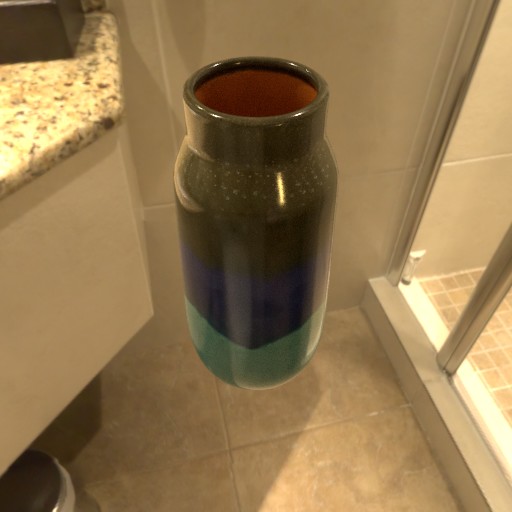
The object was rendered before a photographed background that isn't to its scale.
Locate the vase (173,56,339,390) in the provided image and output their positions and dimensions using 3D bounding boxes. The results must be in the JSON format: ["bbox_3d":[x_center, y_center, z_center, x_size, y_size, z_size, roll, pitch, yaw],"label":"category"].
[{"bbox_3d":[0.000,0.000,0.391,0.139,0.313,0.139,0,46,0],"label":"vase"}]
